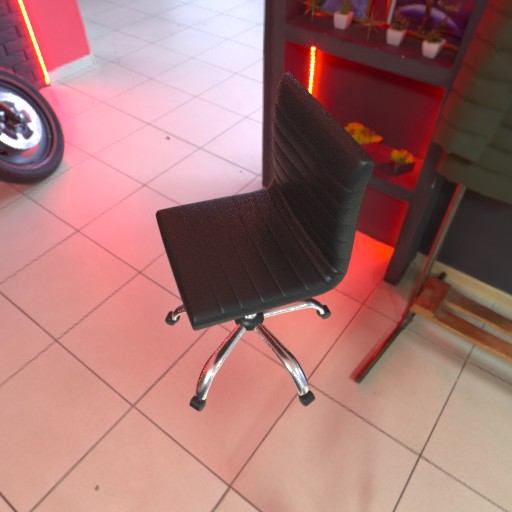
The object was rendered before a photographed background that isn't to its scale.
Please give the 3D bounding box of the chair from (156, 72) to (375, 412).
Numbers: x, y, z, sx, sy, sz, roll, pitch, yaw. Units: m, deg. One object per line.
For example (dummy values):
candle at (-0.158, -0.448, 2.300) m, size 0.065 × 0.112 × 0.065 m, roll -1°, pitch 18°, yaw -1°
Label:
chair at (0.000, 0.000, 1.163) m, size 0.530 × 0.780 × 0.556 m, roll -15°, pitch 49°, yaw -14°
